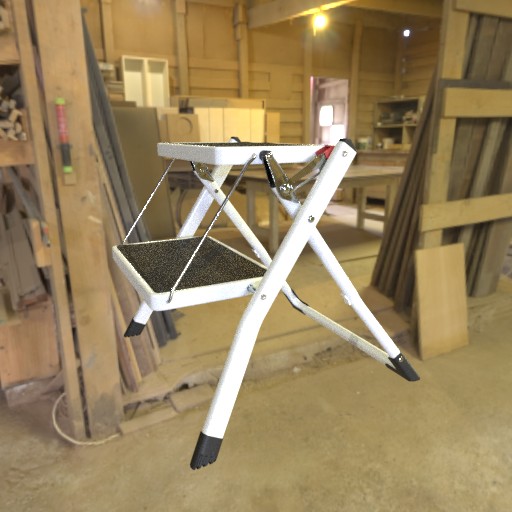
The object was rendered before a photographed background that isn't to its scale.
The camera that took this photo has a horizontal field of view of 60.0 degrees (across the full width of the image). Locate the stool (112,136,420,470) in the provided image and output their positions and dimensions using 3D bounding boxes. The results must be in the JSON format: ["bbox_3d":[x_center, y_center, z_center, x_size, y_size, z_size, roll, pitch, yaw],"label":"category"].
[{"bbox_3d":[0.000,0.000,0.860,0.490,0.445,0.485,-8,17,-26],"label":"stool"}]
